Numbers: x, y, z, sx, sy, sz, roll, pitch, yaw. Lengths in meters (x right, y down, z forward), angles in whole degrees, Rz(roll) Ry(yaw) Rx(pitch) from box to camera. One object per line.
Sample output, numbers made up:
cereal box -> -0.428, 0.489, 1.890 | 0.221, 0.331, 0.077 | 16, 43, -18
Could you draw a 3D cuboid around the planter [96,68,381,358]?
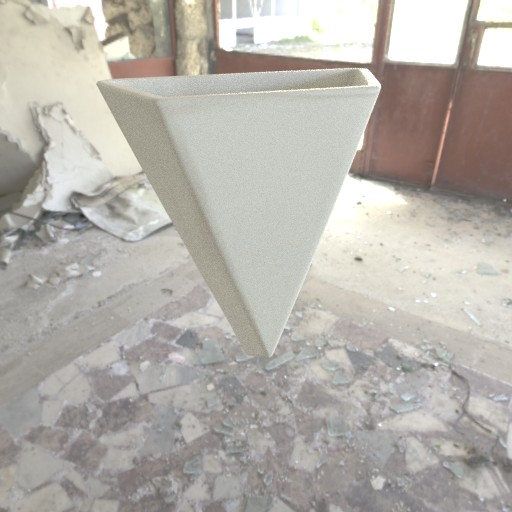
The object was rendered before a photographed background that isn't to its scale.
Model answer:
planter -> 0.000, 0.000, 0.266 | 0.150, 0.197, 0.060 | -9, 31, -15
